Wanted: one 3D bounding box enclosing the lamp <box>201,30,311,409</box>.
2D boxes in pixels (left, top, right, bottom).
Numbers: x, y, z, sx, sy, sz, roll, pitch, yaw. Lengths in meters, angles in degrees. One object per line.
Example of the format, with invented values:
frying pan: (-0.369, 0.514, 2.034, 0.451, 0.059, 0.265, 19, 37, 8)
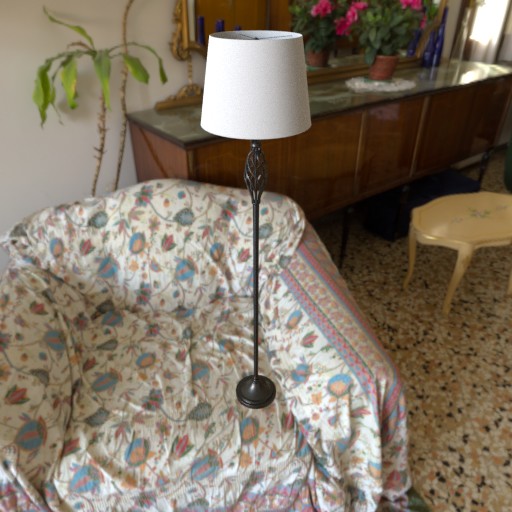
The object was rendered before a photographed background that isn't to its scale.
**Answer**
lamp: (0.000, 0.000, 1.811, 0.379, 1.623, 0.379, 0, 32, 0)
